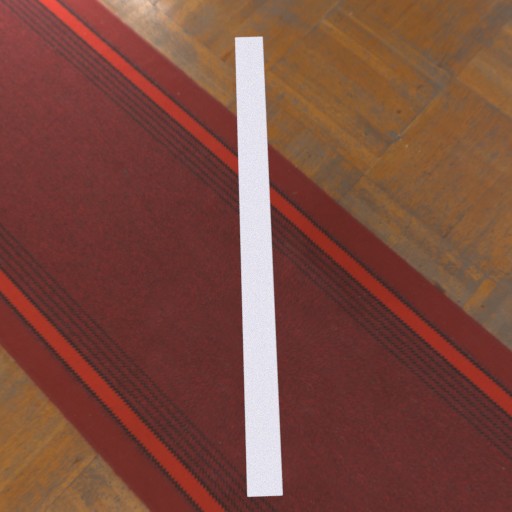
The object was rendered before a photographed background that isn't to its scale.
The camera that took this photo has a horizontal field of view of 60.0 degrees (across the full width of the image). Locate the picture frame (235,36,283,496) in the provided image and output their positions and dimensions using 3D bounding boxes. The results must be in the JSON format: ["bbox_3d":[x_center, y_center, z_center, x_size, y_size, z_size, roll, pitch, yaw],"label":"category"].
[{"bbox_3d":[0.000,0.000,0.837,0.050,0.250,0.759,-2,76,0],"label":"picture frame"}]
